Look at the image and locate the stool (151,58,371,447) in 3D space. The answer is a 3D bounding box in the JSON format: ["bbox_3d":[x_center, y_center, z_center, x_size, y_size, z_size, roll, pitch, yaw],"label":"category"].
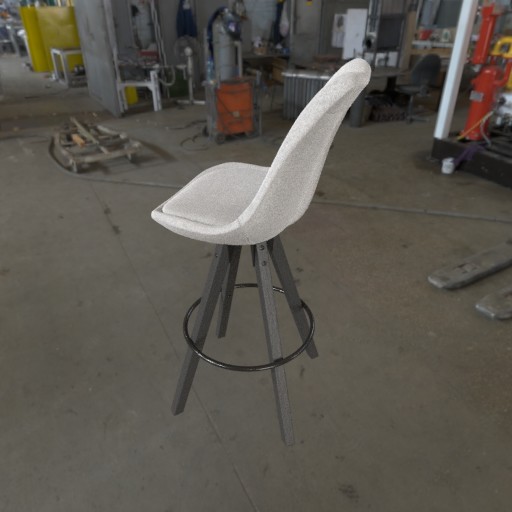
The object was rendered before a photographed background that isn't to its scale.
[{"bbox_3d":[0.000,0.000,1.370,0.550,1.115,0.485,9,32,15],"label":"stool"}]
